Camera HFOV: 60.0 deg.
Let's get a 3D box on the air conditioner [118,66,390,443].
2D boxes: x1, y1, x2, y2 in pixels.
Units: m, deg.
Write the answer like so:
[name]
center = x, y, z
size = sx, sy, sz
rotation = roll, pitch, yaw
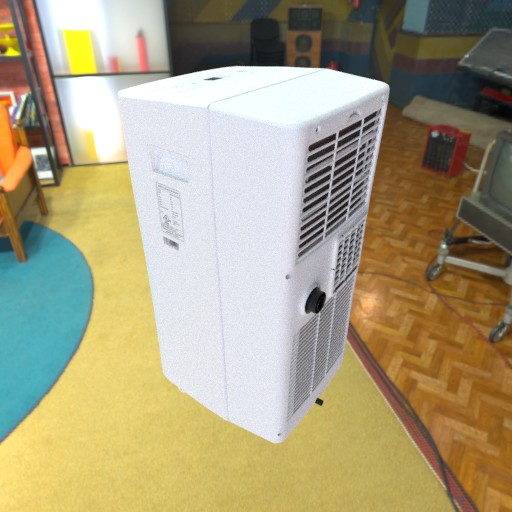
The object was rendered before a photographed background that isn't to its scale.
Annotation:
[air conditioner]
center = 0.000, 0.000, 0.807
size = 0.349, 0.606, 0.304
rotation = 21, 38, 30
